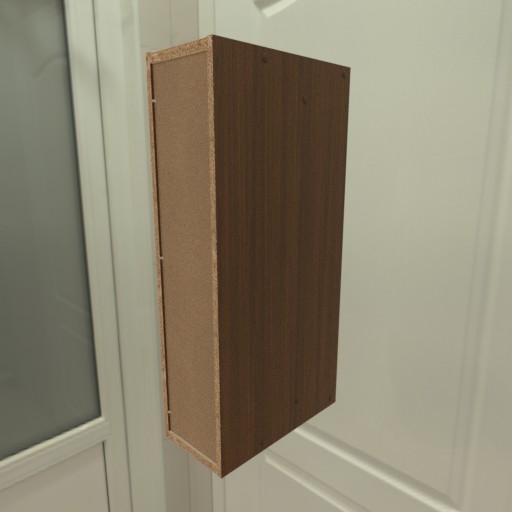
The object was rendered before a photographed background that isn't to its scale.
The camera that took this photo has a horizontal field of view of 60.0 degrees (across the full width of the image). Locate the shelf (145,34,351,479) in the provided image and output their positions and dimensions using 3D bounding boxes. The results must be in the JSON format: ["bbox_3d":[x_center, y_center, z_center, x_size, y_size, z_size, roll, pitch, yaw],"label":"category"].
[{"bbox_3d":[0.000,0.000,0.732,0.147,0.600,0.290,13,18,43],"label":"shelf"}]
